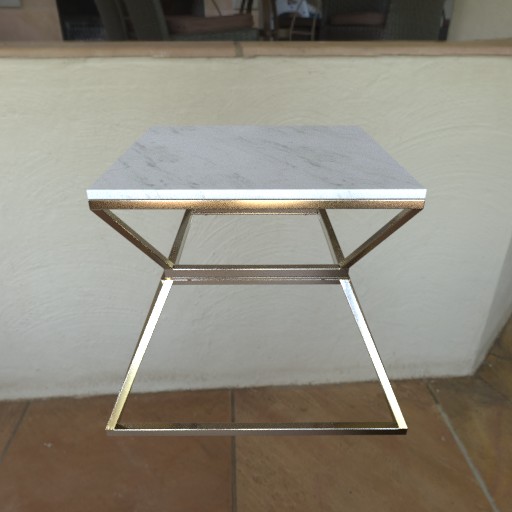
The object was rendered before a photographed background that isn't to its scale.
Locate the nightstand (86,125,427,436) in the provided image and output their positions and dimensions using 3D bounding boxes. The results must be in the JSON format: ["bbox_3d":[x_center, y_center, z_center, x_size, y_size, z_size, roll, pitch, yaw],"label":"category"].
[{"bbox_3d":[0.000,0.000,0.888,0.513,0.426,0.514,0,27,0],"label":"nightstand"}]
